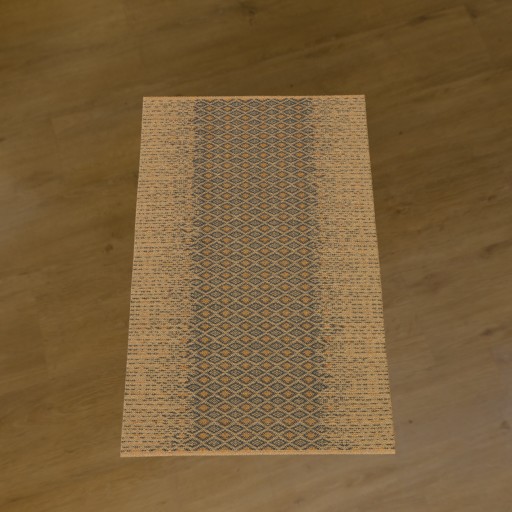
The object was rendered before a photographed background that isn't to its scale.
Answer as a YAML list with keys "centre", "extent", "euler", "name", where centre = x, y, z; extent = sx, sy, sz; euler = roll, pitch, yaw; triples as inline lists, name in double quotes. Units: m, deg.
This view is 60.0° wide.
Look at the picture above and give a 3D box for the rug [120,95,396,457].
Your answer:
- centre: [0.000, 0.000, 2.201]
  extent: [1.219, 0.005, 1.828]
  euler: [-1, 75, 0]
  name: "rug"
